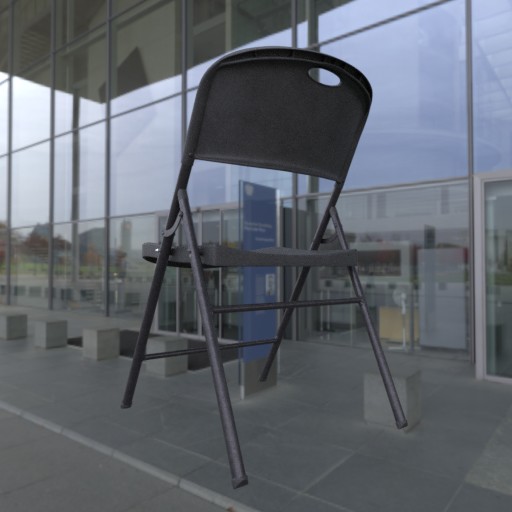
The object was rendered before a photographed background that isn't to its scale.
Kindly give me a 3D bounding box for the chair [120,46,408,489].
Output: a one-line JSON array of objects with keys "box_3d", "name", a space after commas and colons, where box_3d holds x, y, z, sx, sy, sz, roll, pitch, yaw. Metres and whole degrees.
[{"box_3d": [0.000, 0.000, 1.118, 0.494, 0.810, 0.567, 1, -2, -37], "name": "chair"}]
